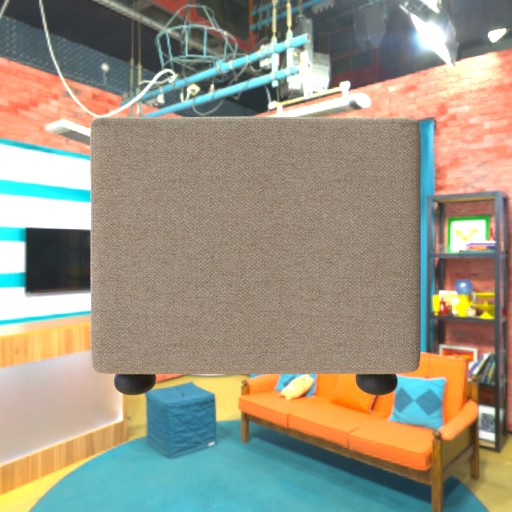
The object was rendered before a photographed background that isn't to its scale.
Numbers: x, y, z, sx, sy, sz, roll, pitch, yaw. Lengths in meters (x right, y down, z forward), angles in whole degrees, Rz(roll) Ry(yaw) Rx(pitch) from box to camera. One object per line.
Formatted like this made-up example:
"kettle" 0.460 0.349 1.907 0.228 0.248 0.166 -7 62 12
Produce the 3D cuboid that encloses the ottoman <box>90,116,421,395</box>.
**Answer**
"ottoman" 0.000 0.000 0.893 0.508 0.432 0.508 0 0 0
